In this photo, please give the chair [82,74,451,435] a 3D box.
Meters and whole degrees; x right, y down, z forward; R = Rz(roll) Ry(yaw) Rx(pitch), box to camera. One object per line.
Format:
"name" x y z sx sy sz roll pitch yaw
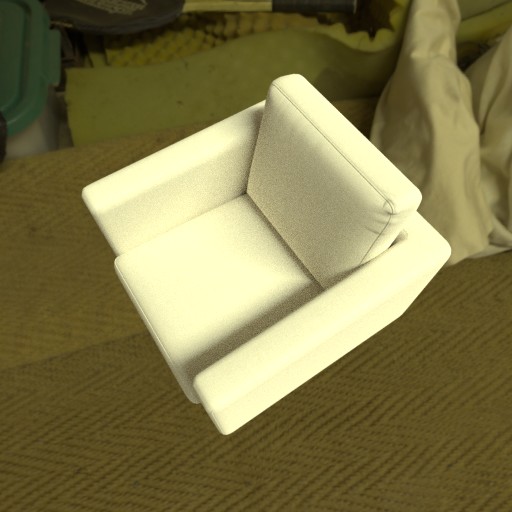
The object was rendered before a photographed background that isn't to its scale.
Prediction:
"chair" 0.000 0.000 1.549 0.879 0.899 0.831 -30 66 -15
